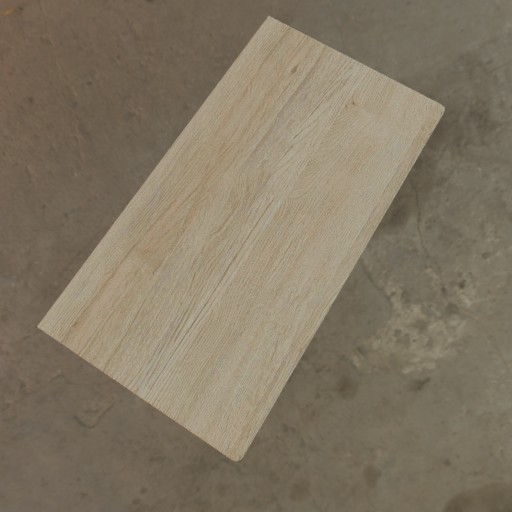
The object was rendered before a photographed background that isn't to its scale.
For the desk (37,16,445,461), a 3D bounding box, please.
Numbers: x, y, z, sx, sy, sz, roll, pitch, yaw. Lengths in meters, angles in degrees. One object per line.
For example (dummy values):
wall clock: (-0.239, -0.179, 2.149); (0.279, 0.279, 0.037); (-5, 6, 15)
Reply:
desk: (0.000, 0.000, 1.320); (0.480, 0.770, 0.885); (31, 77, 8)
